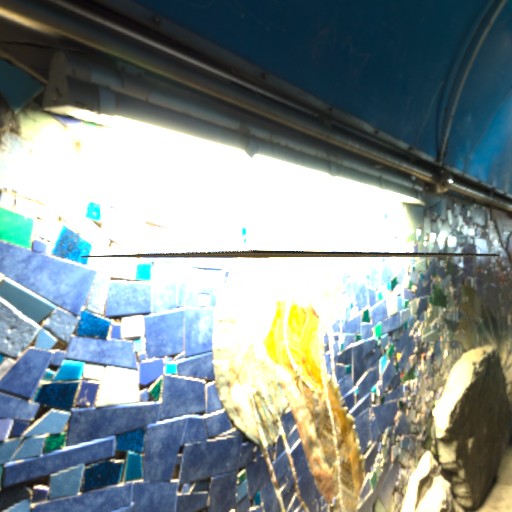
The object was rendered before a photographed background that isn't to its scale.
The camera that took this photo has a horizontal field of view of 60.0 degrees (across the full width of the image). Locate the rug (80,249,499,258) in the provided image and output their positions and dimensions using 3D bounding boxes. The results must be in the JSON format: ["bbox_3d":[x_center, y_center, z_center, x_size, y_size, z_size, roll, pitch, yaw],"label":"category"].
[{"bbox_3d":[0.000,0.000,2.777,1.578,0.014,2.206,0,-1,-35],"label":"rug"}]
